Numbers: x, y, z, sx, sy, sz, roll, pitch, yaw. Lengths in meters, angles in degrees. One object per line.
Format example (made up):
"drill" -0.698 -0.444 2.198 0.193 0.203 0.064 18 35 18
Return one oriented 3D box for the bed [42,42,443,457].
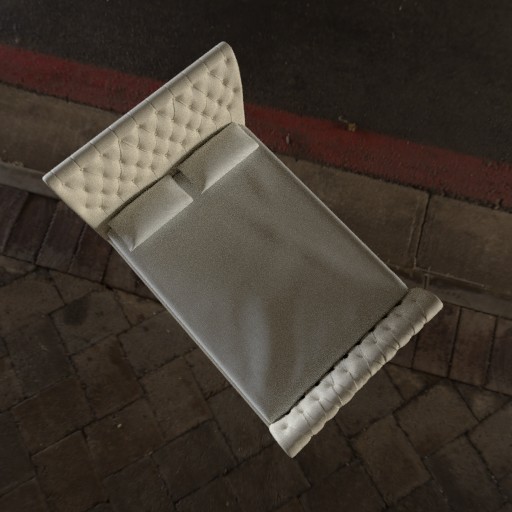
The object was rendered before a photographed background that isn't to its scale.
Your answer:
"bed" 0.000 0.000 3.434 1.606 1.268 2.493 -41 79 -10
